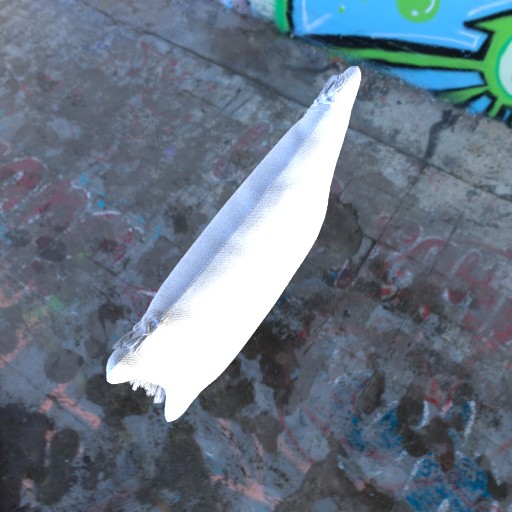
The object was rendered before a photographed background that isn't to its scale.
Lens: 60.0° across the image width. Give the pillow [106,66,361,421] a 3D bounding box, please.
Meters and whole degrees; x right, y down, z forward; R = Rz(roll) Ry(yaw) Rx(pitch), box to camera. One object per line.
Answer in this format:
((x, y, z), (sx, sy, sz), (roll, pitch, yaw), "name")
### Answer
((0.000, 0.000, 0.596), (0.084, 0.305, 0.466), (30, 66, 15), "pillow")
